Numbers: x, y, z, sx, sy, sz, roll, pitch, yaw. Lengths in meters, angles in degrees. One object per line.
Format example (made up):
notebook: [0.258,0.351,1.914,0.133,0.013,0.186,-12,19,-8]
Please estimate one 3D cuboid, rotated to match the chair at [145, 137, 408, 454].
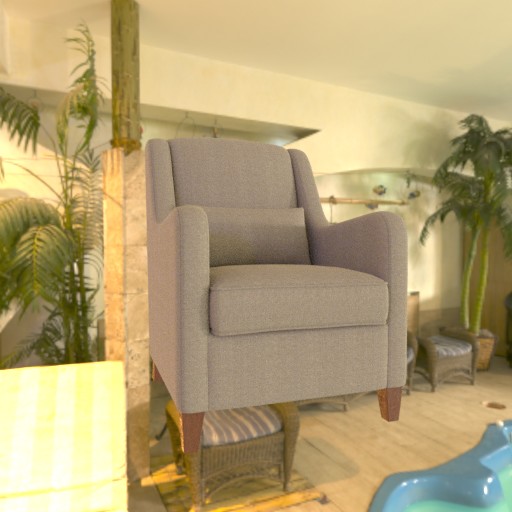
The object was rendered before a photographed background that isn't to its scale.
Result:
chair: [0.000,0.000,1.631,0.715,1.017,0.890,-1,2,-19]
